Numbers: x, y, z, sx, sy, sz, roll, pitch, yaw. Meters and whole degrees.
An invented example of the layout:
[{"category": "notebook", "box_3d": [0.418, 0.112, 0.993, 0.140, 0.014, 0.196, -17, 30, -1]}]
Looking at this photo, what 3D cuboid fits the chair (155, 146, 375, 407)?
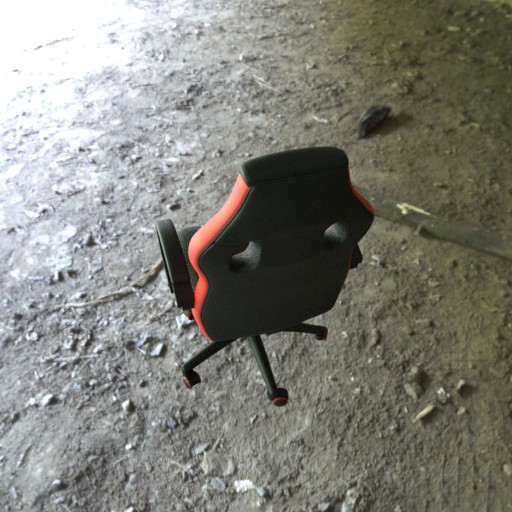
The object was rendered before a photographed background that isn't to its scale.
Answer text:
[{"category": "chair", "box_3d": [0.000, 0.000, 1.406, 0.600, 1.016, 0.642, -13, 44, -14]}]
